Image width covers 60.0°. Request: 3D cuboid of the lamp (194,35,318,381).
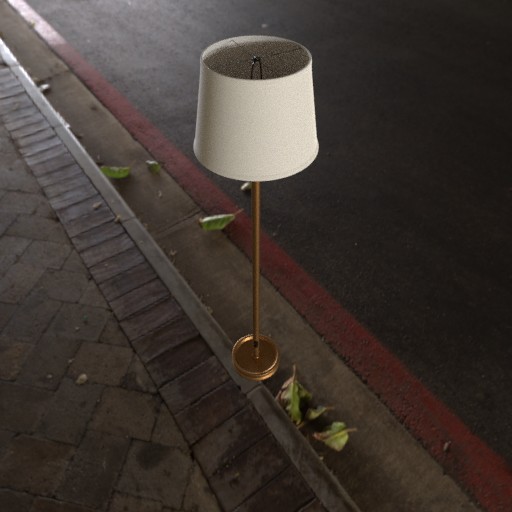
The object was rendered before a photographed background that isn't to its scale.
[{"bbox_3d":[0.000,0.000,0.802,0.178,0.710,0.178,0,46,0],"label":"lamp"}]
